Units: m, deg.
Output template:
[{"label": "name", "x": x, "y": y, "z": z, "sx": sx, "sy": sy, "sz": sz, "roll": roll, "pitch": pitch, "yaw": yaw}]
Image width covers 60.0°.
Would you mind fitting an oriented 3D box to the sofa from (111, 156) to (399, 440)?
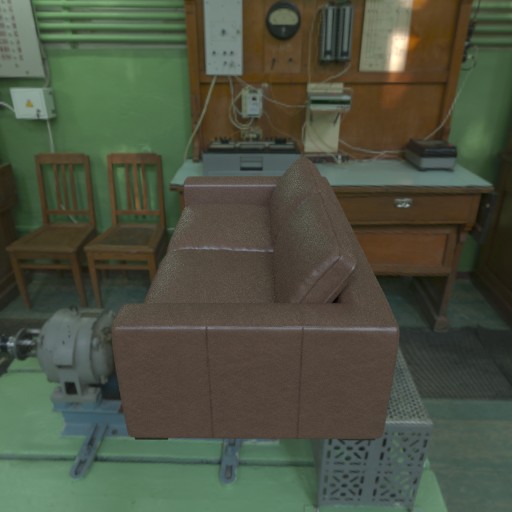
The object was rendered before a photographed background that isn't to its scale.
[{"label": "sofa", "x": 0.000, "y": 0.000, "z": 2.491, "sx": 1.070, "sy": 0.800, "sz": 1.920, "roll": 0, "pitch": 26, "yaw": 0}]
